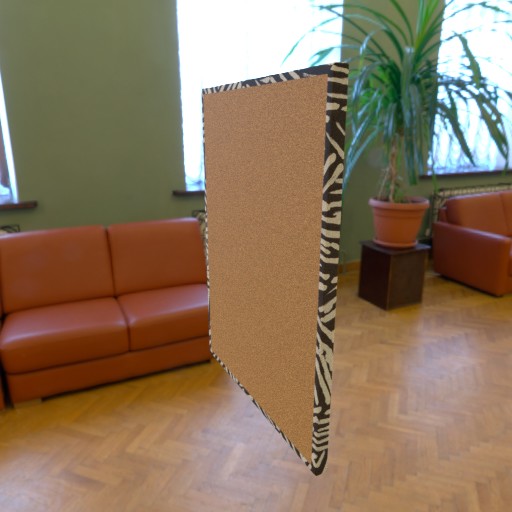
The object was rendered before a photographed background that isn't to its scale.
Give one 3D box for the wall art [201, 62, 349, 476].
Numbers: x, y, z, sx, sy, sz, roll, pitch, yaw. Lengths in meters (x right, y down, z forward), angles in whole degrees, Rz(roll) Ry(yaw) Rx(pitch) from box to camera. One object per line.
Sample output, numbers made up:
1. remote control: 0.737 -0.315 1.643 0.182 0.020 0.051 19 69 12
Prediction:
1. wall art: 0.000 0.000 1.366 0.038 1.017 0.765 -8 18 -26
